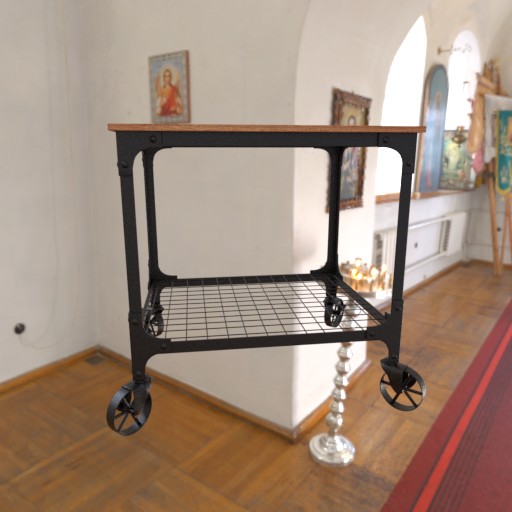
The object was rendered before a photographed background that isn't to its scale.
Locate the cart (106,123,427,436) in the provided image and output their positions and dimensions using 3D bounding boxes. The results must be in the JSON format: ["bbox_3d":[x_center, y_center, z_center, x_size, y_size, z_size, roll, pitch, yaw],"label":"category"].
[{"bbox_3d":[0.000,0.000,1.106,0.666,0.603,0.558,-2,14,-8],"label":"cart"}]
